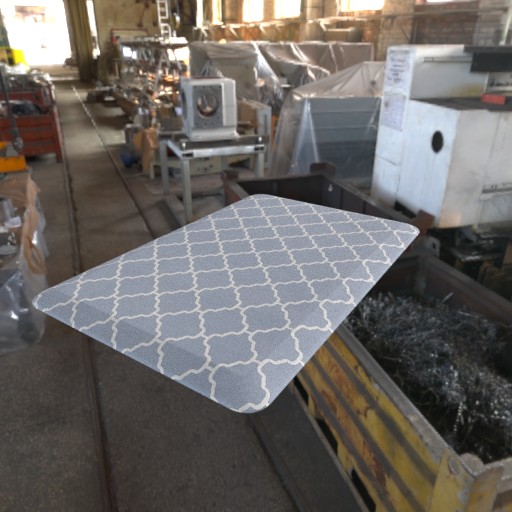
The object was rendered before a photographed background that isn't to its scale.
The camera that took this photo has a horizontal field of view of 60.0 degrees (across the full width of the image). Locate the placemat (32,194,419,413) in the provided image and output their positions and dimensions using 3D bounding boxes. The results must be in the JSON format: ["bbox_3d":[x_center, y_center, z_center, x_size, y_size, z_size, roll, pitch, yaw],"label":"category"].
[{"bbox_3d":[0.000,0.000,0.960,0.508,0.021,0.762,16,30,30],"label":"placemat"}]
